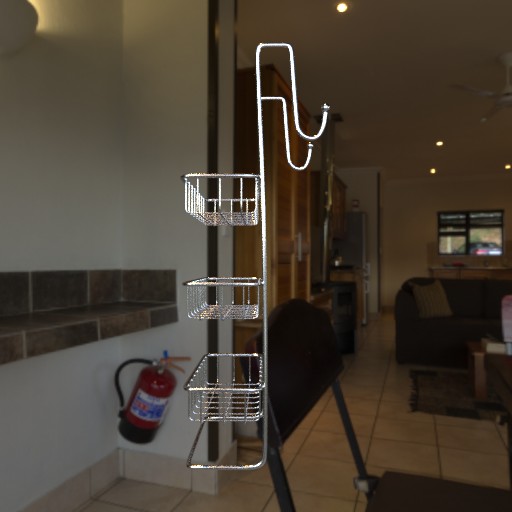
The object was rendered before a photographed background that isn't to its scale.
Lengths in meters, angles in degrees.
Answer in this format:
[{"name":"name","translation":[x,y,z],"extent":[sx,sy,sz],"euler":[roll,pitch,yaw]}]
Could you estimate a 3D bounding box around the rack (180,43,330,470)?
[{"name":"rack","translation":[0.000,0.000,0.693],"extent":[0.202,0.574,0.228],"euler":[0,-1,1]}]
